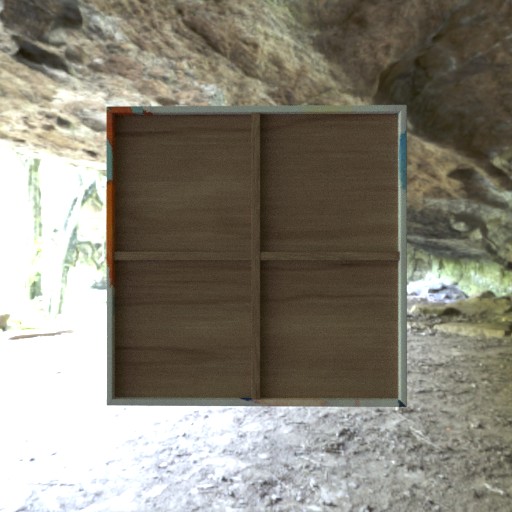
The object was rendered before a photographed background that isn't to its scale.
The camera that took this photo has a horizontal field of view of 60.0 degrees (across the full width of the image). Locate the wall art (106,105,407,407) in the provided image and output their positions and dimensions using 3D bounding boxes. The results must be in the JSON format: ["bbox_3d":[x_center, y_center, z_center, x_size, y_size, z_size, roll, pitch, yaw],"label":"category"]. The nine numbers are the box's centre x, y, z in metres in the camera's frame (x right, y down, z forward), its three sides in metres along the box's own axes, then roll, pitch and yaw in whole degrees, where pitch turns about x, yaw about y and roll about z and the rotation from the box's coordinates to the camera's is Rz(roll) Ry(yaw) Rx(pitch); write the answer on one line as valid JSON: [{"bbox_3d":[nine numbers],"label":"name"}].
[{"bbox_3d":[0.000,0.000,1.518,1.017,1.017,0.044,0,0,1],"label":"wall art"}]
